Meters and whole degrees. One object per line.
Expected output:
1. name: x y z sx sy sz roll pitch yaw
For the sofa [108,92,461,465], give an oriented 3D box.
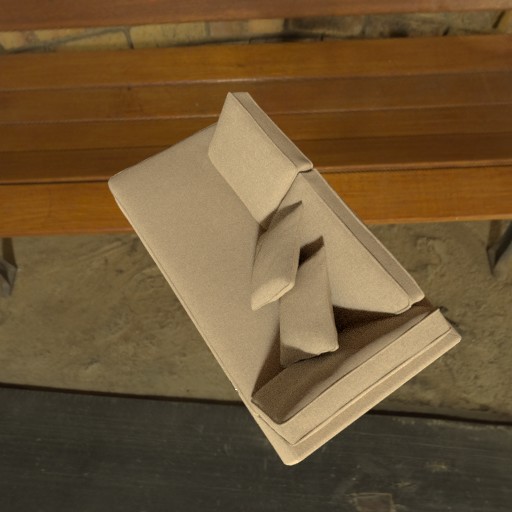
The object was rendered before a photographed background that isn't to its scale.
1. sofa: 0.000 0.000 2.835 1.110 1.033 2.237 -31 67 -15
